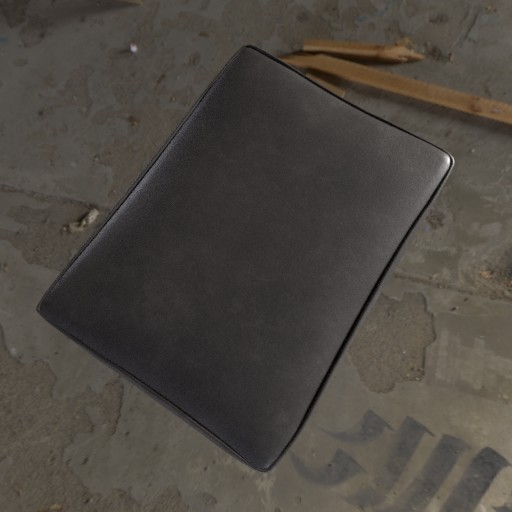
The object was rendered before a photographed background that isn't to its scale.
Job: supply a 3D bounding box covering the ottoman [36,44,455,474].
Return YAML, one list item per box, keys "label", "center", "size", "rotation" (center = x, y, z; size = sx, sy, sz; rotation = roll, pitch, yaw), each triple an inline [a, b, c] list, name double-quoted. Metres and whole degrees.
- label: "ottoman"
  center: [0.000, 0.000, 1.074]
  size: [0.554, 0.445, 0.756]
  rotation: [32, 77, 8]
